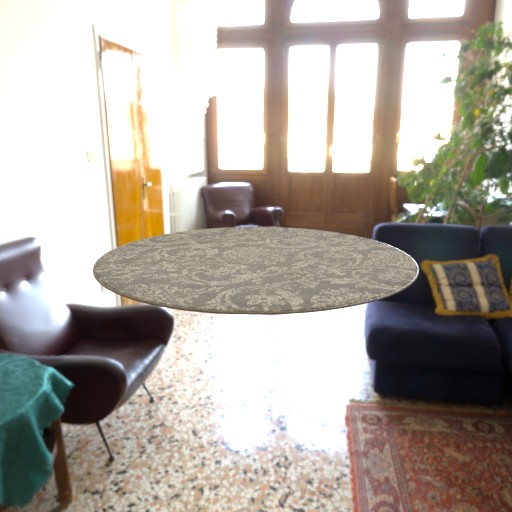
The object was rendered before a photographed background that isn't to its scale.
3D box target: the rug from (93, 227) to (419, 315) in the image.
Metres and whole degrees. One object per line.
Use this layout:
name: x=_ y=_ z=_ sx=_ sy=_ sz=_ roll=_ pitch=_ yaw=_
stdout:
rug: x=0.000 y=0.000 z=2.295 sx=1.593 sy=0.012 sz=1.593 roll=0 pitch=14 yaw=0
